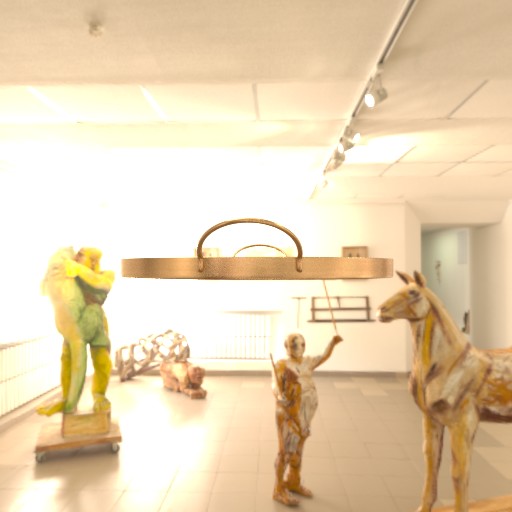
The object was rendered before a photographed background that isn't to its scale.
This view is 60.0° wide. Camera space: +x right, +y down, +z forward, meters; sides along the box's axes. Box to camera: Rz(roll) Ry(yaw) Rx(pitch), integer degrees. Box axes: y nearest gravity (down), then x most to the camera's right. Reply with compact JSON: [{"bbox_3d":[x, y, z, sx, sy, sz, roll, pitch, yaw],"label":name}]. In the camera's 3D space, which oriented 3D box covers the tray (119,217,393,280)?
[{"bbox_3d":[0.000,0.000,0.740,0.438,0.069,0.543,0,-1,2],"label":"tray"}]
